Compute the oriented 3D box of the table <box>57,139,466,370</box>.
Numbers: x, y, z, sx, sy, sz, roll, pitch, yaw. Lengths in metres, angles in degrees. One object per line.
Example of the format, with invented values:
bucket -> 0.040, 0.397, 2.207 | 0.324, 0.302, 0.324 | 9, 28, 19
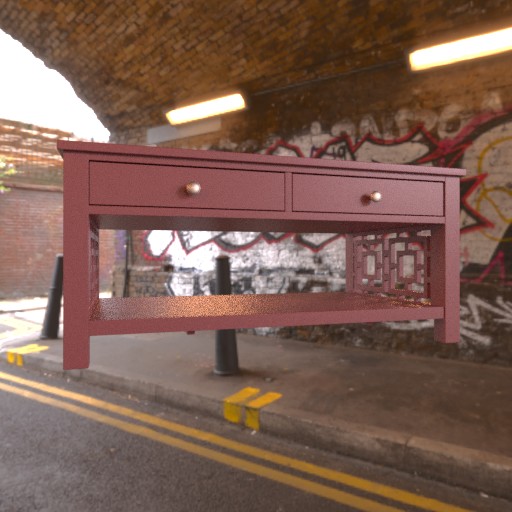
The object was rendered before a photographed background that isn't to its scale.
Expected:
table -> 0.000, 0.000, 1.378 | 1.068, 0.493, 0.612 | 0, 0, -17
